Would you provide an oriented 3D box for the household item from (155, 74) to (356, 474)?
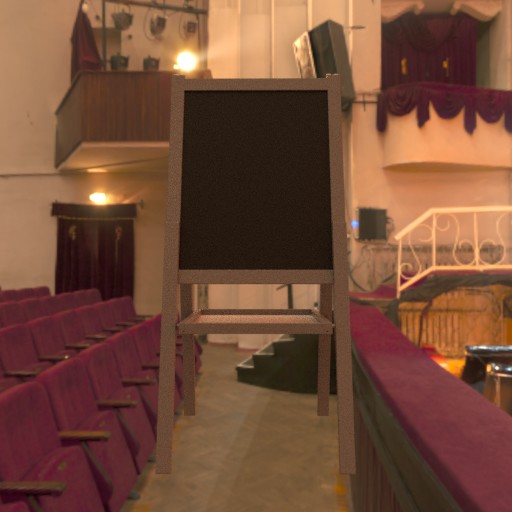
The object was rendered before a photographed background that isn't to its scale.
[{"bbox_3d":[0.000,0.000,1.420,0.531,1.172,0.469,0,-1,0],"label":"household item"}]
